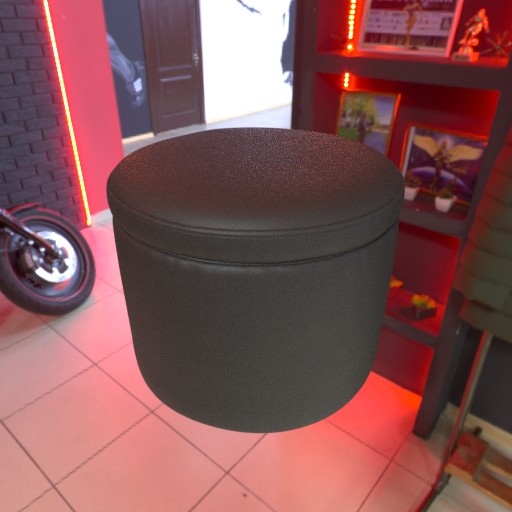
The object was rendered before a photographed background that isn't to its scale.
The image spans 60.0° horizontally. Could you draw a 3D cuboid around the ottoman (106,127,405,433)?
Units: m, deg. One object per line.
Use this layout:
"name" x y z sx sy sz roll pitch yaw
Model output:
"ottoman" 0.000 0.000 0.847 0.500 0.409 0.500 0 29 0
